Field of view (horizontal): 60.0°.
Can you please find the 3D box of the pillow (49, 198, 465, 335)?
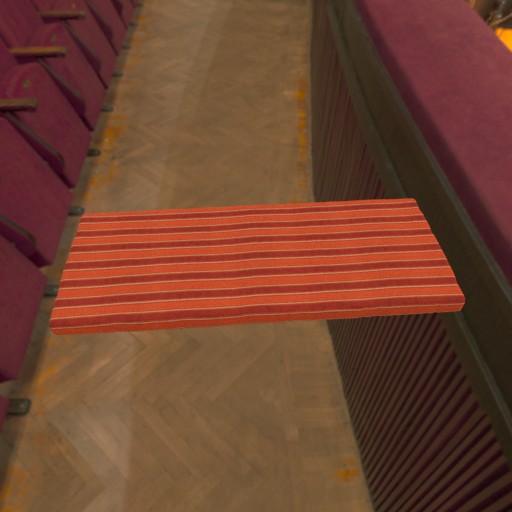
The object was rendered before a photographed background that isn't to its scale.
[{"bbox_3d":[0.000,0.000,1.386,1.187,0.081,0.492,-3,47,-3],"label":"pillow"}]
